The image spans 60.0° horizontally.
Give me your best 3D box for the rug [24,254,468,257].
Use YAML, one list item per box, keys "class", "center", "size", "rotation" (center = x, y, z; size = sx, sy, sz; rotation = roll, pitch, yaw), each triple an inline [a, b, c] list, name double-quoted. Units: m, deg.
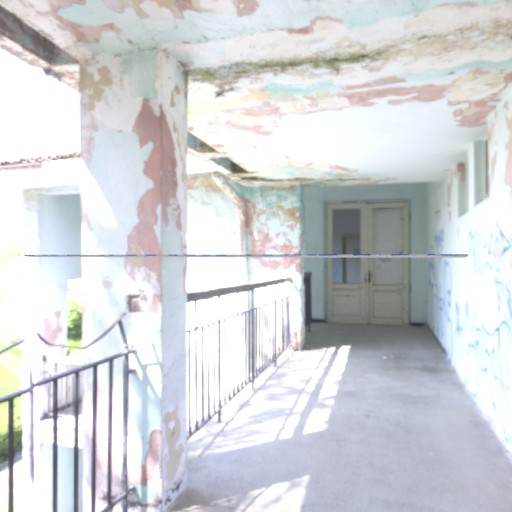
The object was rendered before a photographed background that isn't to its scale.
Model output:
- class: "rug"
  center: [0.000, 0.000, 2.289]
  size: [1.830, 0.011, 1.209]
  rotation: [0, 0, 18]
